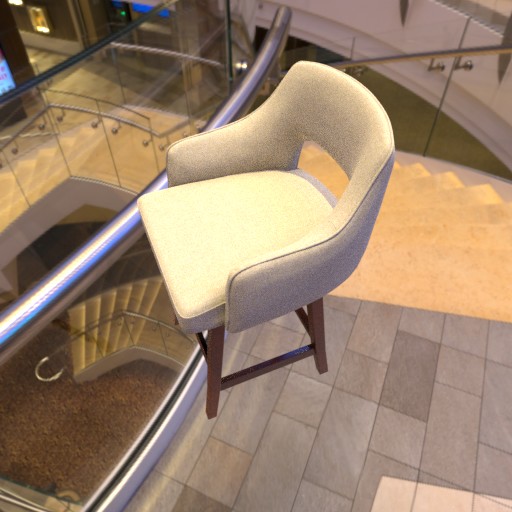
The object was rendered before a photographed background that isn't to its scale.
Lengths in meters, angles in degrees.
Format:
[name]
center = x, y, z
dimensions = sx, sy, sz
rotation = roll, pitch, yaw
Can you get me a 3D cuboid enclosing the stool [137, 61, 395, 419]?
[stool]
center = 0.000, 0.000, 1.294
dimensions = 0.560, 0.936, 0.550
rotation = -17, 50, -15
